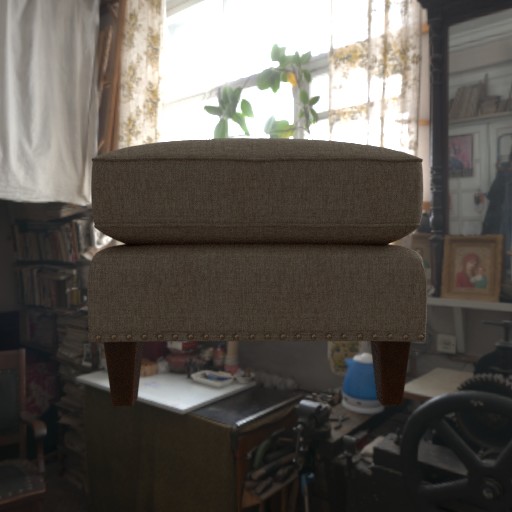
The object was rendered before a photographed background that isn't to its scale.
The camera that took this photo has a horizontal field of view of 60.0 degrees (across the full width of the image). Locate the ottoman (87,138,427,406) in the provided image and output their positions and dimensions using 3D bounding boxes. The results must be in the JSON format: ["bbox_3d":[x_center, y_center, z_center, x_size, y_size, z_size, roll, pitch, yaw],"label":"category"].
[{"bbox_3d":[0.000,0.000,1.111,0.584,0.513,0.741,0,2,0],"label":"ottoman"}]
